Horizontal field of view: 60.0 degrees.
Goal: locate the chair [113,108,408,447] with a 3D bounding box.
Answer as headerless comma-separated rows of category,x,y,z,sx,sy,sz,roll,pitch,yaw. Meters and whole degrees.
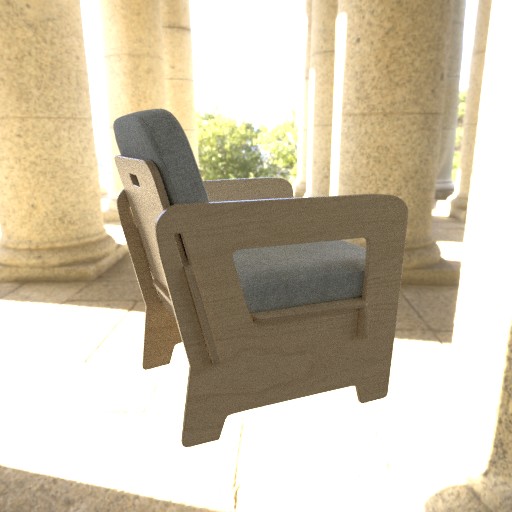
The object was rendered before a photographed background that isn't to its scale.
chair,0.000,0.000,1.307,0.710,0.800,0.590,-7,16,-26
